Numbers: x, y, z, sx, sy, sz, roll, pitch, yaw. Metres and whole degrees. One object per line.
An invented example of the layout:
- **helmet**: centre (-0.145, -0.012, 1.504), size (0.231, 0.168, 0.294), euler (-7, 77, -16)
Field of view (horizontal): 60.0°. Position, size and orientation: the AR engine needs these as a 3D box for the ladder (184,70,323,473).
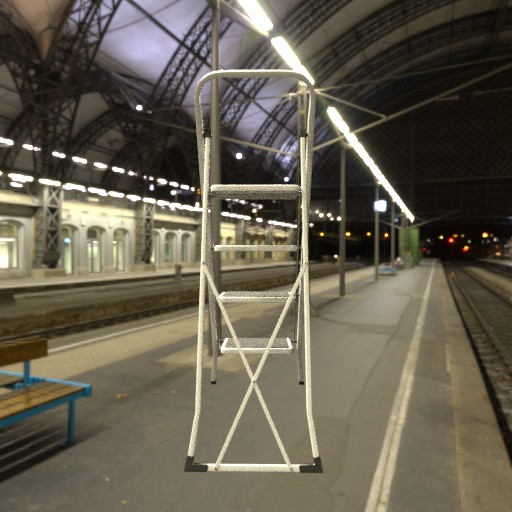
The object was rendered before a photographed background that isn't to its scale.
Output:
- **ladder**: centre (0.000, 0.000, 1.743), size (0.460, 1.265, 0.914), euler (0, 1, 1)
